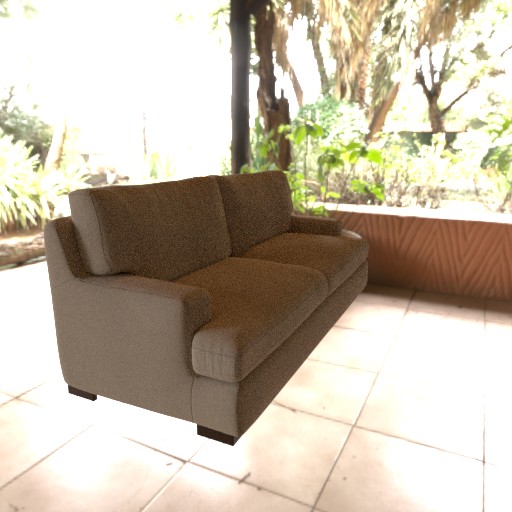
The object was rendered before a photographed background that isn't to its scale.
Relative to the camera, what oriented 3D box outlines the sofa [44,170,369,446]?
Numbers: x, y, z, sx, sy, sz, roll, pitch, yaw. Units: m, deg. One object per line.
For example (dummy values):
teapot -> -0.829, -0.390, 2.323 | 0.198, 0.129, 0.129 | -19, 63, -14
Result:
sofa -> 0.000, 0.000, 2.607 | 0.929, 0.925, 2.147 | 6, 15, 25
